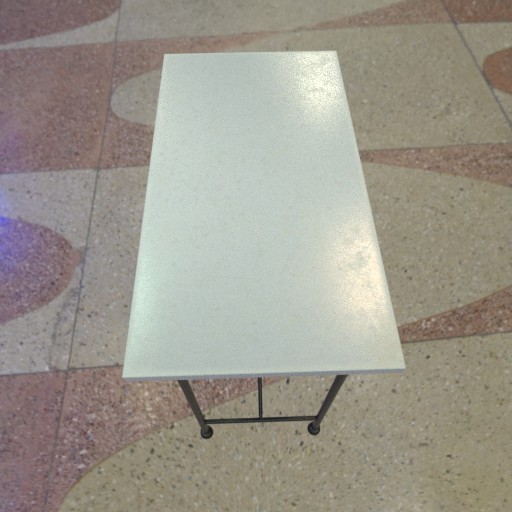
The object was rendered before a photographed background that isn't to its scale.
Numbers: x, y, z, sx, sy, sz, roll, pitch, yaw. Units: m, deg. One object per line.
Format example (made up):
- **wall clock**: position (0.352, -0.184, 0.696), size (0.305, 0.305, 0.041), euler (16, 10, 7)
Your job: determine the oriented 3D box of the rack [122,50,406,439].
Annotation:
- **rack**: position (0.000, 0.000, 1.635), size (0.613, 0.880, 1.159), euler (-2, 58, -1)
